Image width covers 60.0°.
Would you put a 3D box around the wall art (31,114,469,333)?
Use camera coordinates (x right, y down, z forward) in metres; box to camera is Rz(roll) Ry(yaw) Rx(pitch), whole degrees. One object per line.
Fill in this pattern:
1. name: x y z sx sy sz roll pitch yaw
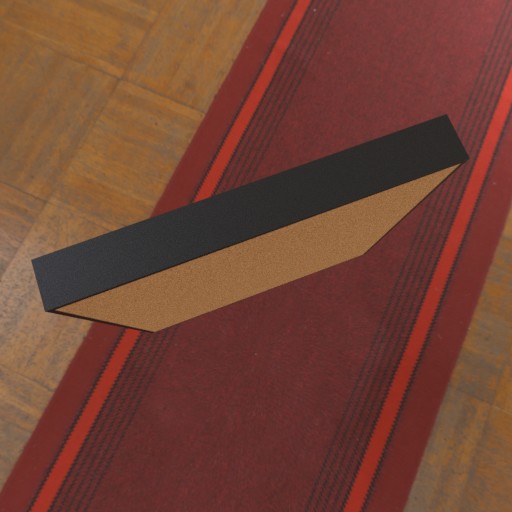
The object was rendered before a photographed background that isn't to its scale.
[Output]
1. wall art: 0.000 0.000 0.448 0.304 0.303 0.037 -20 78 -4
